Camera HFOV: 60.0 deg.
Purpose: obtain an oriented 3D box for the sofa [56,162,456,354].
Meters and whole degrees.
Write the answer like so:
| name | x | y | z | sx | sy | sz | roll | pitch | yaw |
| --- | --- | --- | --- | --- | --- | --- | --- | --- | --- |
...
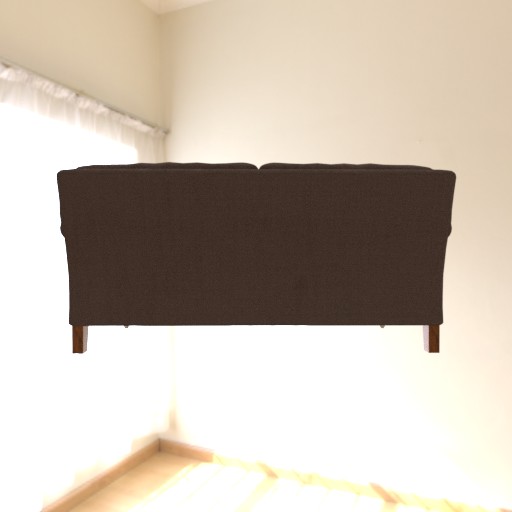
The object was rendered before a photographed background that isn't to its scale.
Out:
| name | x | y | z | sx | sy | sz | roll | pitch | yaw |
| --- | --- | --- | --- | --- | --- | --- | --- | --- | --- |
| sofa | 0.000 | 0.000 | 2.836 | 2.165 | 1.087 | 1.086 | 0 | 0 | -1 |
